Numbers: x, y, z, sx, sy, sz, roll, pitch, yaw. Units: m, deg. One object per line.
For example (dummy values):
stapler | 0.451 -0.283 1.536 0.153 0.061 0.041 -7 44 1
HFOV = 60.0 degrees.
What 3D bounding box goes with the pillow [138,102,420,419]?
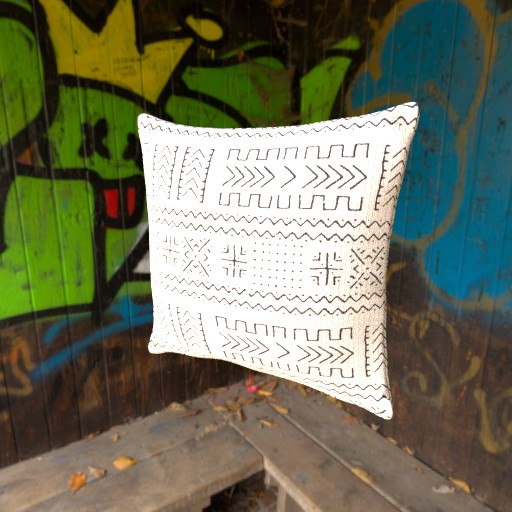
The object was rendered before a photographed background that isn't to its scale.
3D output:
pillow | 0.000 0.000 0.674 0.438 0.430 0.164 7 17 26
